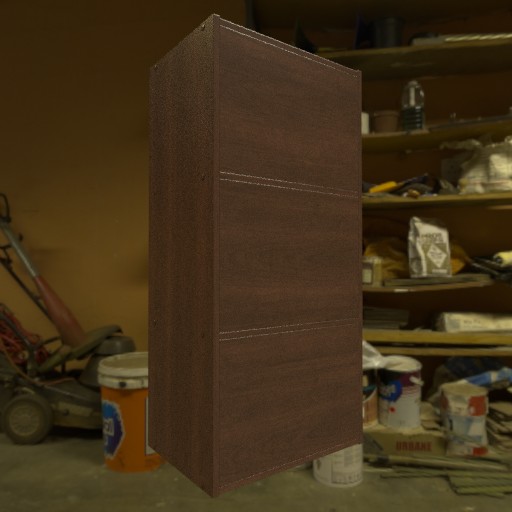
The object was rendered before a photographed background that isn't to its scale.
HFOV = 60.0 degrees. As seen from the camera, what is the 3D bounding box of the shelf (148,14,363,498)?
[{"bbox_3d":[0.000,0.000,1.042,0.414,0.879,0.290,1,-1,-37],"label":"shelf"}]
